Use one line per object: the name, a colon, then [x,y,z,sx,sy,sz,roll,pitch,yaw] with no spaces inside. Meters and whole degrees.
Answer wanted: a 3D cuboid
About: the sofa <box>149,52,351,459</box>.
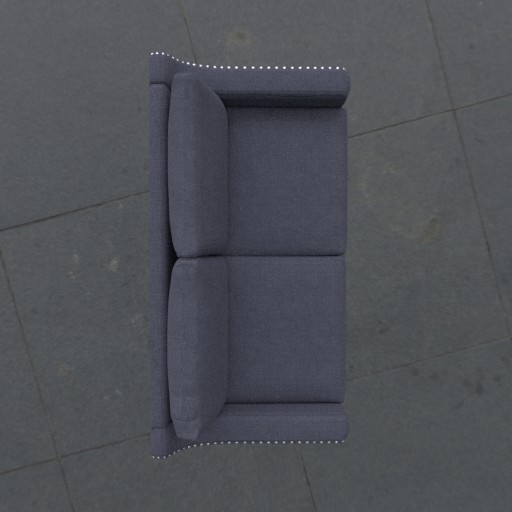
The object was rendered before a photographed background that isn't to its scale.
sofa: [0.000,0.000,3.169,1.336,1.196,2.550,0,91,0]
